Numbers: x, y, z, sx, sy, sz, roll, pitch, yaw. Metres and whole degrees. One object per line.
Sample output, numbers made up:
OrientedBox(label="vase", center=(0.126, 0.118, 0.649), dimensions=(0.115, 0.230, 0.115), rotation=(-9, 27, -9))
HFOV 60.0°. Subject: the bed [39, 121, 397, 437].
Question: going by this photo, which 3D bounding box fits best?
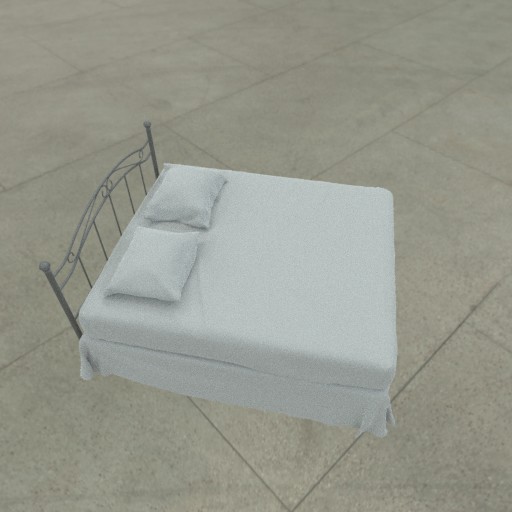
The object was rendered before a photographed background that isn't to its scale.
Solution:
OrientedBox(label="bed", center=(0.000, 0.000, 3.265), dimensions=(2.215, 1.080, 1.936), rotation=(8, 47, 8))
